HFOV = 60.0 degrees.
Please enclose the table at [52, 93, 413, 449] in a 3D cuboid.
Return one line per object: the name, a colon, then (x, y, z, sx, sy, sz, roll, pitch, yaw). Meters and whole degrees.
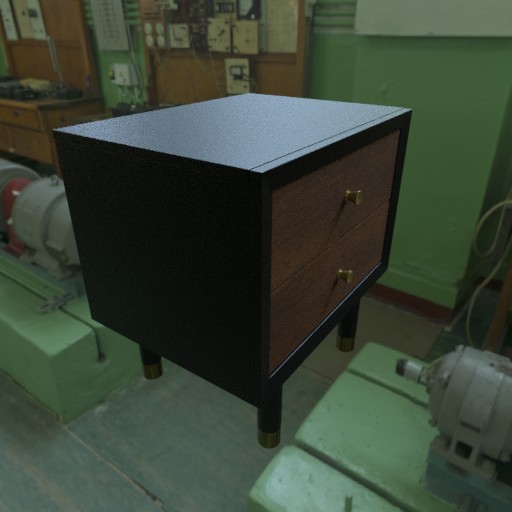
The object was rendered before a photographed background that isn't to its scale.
table: (0.000, 0.000, 0.969, 0.441, 0.584, 0.564, 18, 32, 31)
